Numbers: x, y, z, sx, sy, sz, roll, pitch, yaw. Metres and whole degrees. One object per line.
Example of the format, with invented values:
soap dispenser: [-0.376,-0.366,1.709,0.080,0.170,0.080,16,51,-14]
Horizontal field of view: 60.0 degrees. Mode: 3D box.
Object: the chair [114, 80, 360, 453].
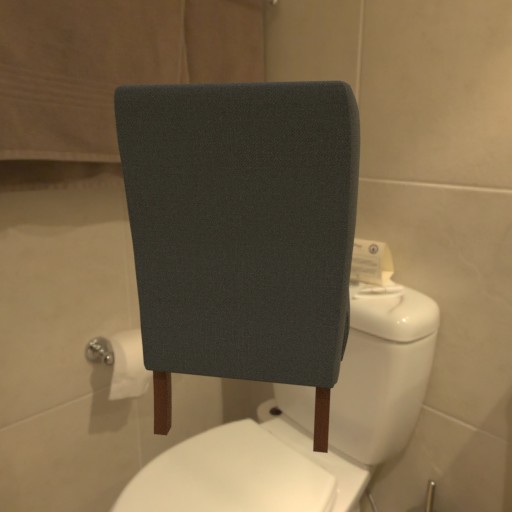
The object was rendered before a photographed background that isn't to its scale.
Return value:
chair: [0.000,0.000,1.178,0.513,0.804,0.592,2,15,9]
